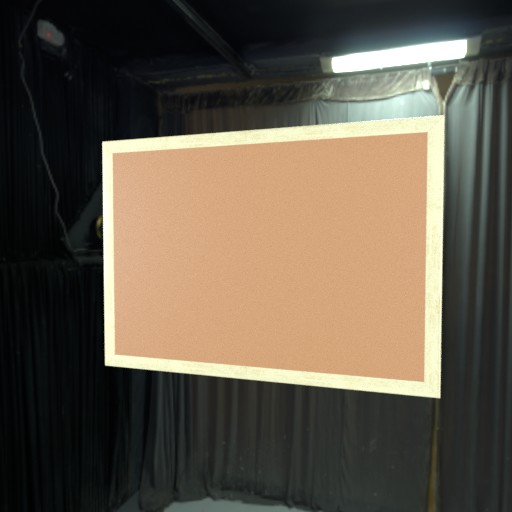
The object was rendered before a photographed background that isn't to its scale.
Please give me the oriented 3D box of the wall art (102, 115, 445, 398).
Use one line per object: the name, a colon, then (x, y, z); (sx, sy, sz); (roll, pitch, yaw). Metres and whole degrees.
wall art: (0.000, 0.000, 0.688); (0.533, 0.381, 0.032); (1, 2, 17)
